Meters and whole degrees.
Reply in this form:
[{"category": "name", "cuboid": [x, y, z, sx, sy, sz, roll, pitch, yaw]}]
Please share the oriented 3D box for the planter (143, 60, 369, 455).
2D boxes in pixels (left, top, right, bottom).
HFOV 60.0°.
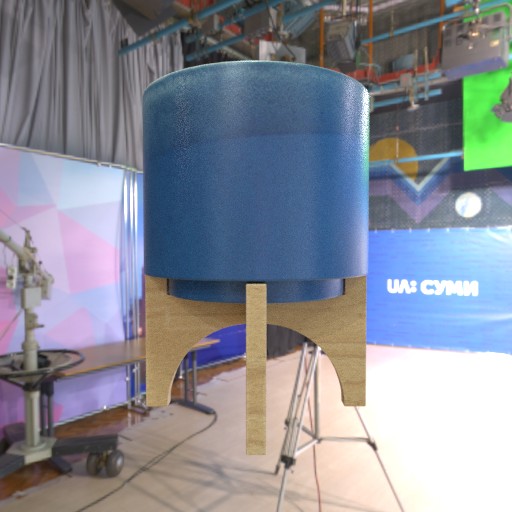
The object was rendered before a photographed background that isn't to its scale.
[{"category": "planter", "cuboid": [0.000, 0.000, 0.391, 0.192, 0.263, 0.192, 0, 2, 0]}]
